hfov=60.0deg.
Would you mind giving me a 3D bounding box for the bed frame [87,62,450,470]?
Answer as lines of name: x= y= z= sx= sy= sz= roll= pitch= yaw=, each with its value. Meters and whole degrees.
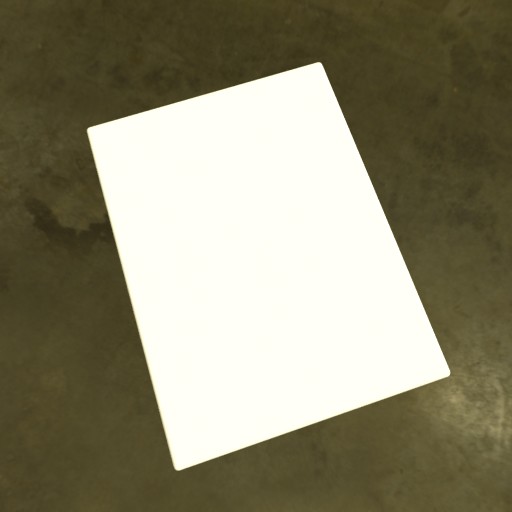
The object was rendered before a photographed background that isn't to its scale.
bed frame: x=0.000 y=0.000 z=2.852 sx=1.557 sy=0.659 sz=2.072 roll=-18 pitch=77 yaw=-4
